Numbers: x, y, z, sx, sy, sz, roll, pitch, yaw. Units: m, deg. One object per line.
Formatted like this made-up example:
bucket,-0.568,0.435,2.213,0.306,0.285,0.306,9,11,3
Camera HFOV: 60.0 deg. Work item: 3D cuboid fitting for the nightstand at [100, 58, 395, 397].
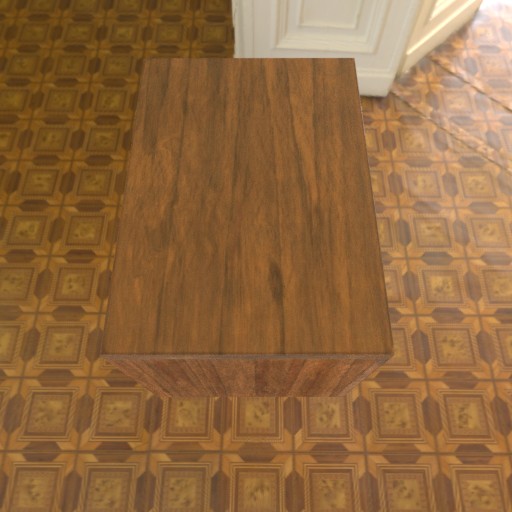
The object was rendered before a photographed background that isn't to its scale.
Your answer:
nightstand,0.000,0.000,1.053,0.458,0.610,0.610,0,65,0
